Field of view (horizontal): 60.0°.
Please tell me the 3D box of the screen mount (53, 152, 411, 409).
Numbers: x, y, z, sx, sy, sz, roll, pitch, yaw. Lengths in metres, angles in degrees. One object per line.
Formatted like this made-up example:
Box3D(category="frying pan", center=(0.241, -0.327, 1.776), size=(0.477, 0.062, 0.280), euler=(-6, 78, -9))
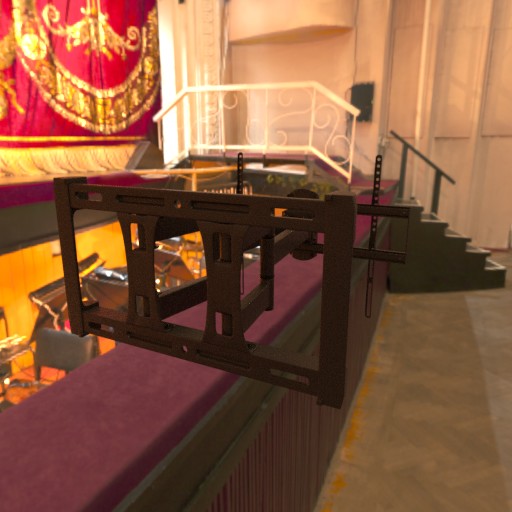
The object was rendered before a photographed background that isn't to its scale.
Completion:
Box3D(category="screen mount", center=(0.000, 0.000, 1.130), size=(0.661, 0.491, 0.644), euler=(8, 17, 27))
